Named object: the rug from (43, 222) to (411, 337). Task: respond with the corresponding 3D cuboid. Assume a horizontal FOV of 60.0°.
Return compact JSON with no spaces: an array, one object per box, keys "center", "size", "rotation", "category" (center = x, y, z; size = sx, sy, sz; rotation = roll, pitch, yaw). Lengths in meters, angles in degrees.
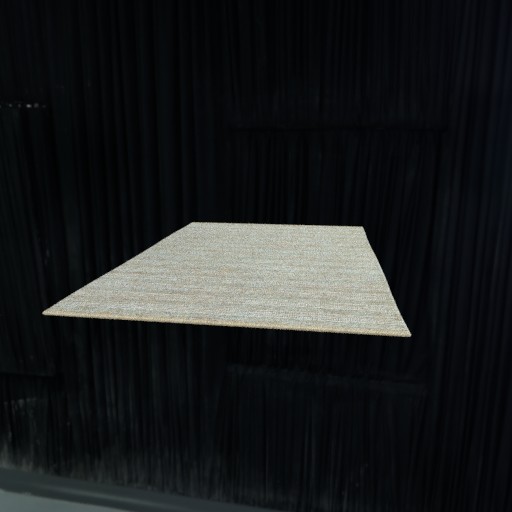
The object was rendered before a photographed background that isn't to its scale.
[{"center":[0.000,0.000,2.324],"size":[1.240,0.010,1.824],"rotation":[2,14,8],"category":"rug"}]
